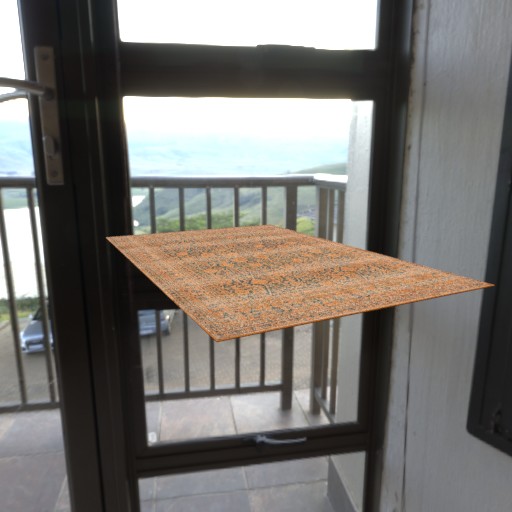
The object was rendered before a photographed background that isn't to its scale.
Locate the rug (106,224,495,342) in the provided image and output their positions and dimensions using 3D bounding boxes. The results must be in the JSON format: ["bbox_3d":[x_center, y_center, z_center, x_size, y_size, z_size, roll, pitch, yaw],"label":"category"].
[{"bbox_3d":[0.000,0.000,2.919,1.525,0.007,2.336,-6,14,-27],"label":"rug"}]
